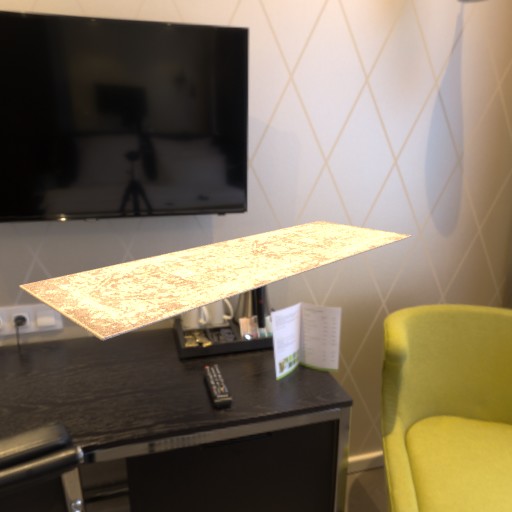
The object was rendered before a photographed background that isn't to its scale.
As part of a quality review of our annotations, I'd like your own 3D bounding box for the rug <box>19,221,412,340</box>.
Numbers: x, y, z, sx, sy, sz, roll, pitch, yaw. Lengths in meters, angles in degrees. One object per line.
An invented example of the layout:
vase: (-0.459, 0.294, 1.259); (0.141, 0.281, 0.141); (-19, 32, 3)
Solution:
rug: (0.000, 0.000, 2.726); (0.855, 0.017, 2.452); (14, 21, 43)
